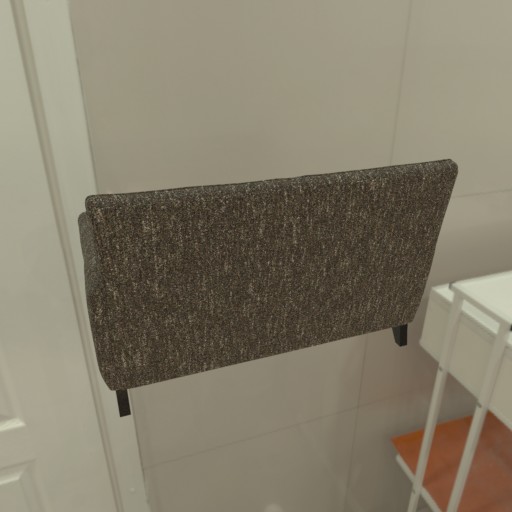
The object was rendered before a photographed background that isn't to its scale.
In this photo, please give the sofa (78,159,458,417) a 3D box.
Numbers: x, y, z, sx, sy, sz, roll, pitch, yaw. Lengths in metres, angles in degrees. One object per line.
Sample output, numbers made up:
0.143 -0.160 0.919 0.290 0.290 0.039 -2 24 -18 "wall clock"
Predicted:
0.000 0.000 2.072 1.519 0.946 0.801 -9 27 -18 "sofa"
